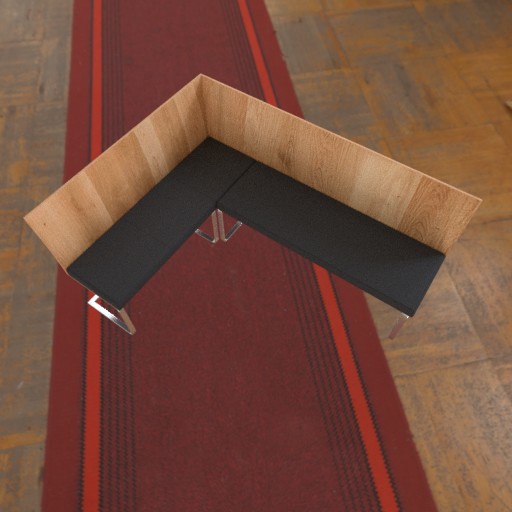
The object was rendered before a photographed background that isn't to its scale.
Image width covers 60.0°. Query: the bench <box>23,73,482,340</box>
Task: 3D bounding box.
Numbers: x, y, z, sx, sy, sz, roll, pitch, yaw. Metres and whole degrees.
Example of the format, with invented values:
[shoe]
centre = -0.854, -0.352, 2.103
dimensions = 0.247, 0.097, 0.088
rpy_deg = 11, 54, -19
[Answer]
[bench]
centre = 0.000, 0.000, 2.751
dimensions = 1.945, 0.930, 1.495
rpy_deg = 30, 62, 18
